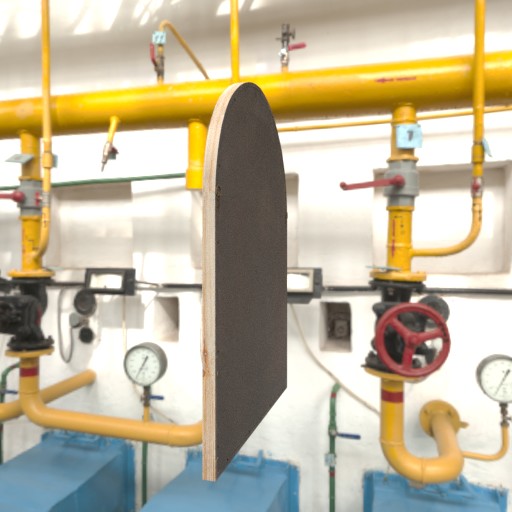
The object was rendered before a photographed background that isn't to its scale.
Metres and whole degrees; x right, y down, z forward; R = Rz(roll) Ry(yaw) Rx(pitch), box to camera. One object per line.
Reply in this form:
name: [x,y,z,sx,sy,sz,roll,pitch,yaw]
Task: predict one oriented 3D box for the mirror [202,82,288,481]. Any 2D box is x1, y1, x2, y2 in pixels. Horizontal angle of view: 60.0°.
mirror: [0.000,0.000,1.225,0.032,0.920,0.660,0,1,17]
